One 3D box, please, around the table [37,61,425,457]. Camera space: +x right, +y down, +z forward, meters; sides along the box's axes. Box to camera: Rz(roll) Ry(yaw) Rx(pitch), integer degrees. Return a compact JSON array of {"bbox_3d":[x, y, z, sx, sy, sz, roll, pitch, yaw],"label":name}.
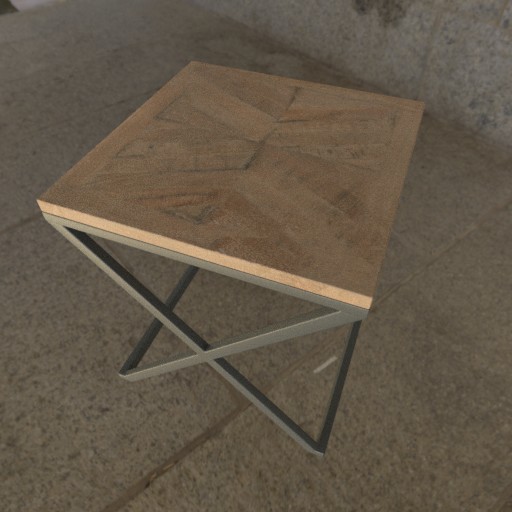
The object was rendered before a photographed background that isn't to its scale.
[{"bbox_3d":[0.000,0.000,0.942,0.498,0.550,0.499,16,49,14],"label":"table"}]
